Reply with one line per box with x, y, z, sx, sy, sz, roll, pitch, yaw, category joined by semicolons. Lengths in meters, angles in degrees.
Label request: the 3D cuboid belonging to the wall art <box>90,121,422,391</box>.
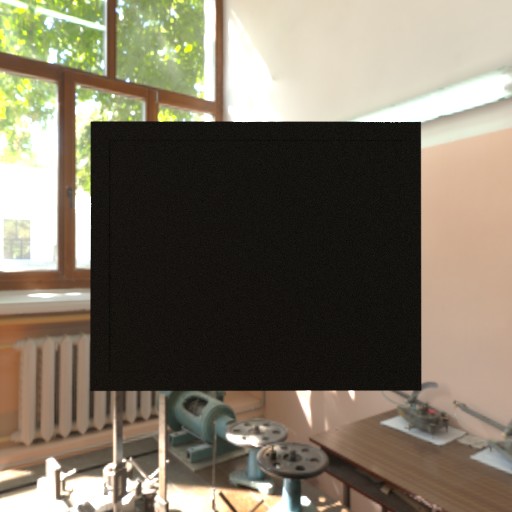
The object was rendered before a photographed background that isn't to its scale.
0.000;0.000;0.553;0.404;0.329;0.024;0;0;0;wall art
